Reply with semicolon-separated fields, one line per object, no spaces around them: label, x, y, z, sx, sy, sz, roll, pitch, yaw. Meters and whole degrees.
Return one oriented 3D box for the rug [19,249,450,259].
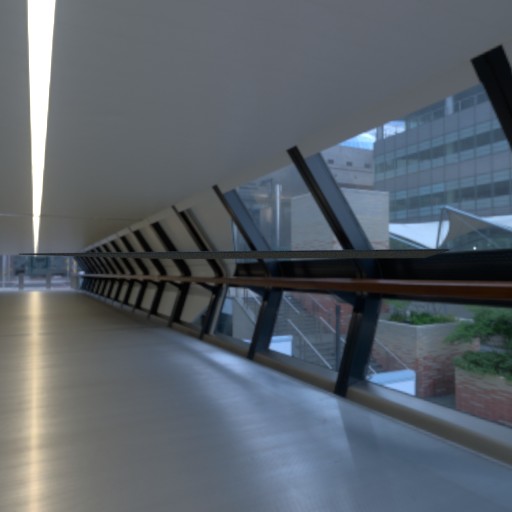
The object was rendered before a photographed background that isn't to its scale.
rug;0.000;0.000;4.081;3.048;0.010;2.438;0;-1;18
